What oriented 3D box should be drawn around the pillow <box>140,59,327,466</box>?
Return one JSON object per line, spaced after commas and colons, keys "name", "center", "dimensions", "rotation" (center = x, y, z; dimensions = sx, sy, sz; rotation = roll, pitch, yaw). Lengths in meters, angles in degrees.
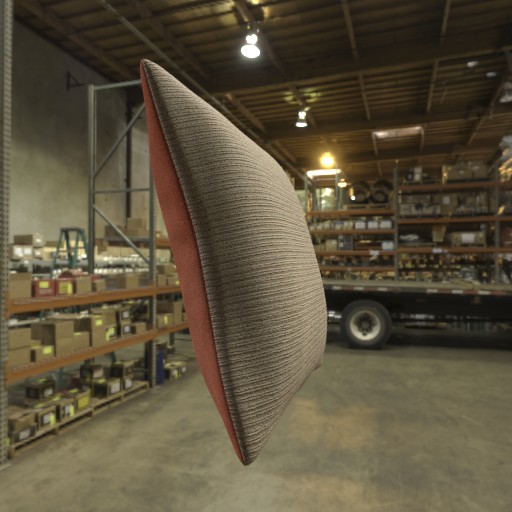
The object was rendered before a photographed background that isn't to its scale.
{"name": "pillow", "center": [0.000, 0.000, 0.634], "dimensions": [0.177, 0.401, 0.424], "rotation": [0, -1, 17]}
